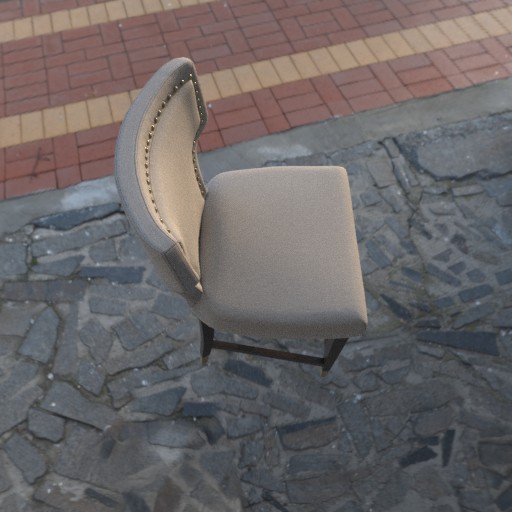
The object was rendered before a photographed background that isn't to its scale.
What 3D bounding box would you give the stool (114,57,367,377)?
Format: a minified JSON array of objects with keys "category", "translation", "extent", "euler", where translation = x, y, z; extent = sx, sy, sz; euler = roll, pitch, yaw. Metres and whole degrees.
[{"category":"stool","translation":[0.000,0.000,1.305],"extent":[0.563,0.982,0.527],"euler":[-1,62,0]}]
